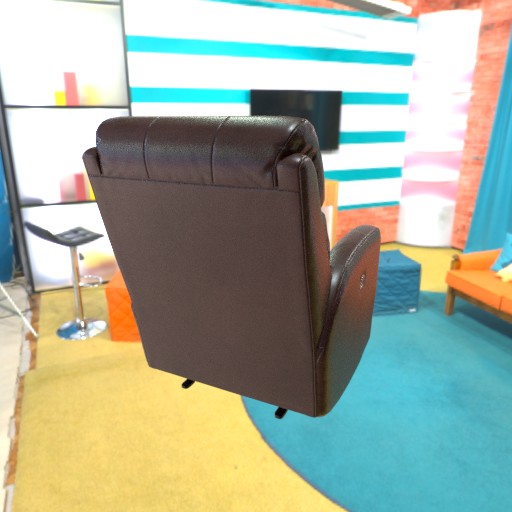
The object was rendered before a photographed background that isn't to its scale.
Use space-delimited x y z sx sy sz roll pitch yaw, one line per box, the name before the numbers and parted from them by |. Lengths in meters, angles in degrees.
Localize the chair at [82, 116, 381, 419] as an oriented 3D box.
chair | 0.000 0.000 1.692 0.787 1.016 0.939 9 19 26
